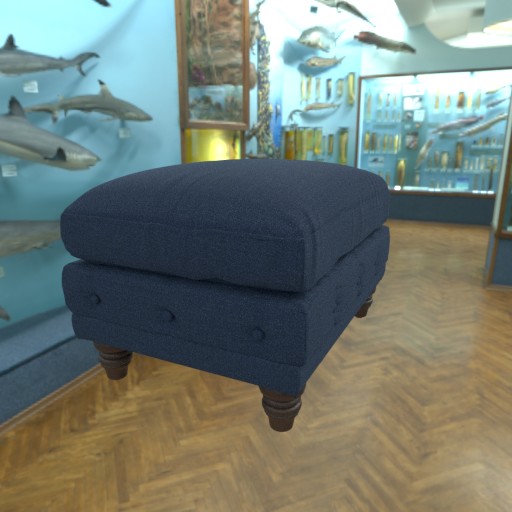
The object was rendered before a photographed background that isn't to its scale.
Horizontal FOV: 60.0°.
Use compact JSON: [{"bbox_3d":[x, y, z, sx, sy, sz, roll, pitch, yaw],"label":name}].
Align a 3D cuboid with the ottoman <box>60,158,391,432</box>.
[{"bbox_3d":[0.000,0.000,1.152,0.558,0.486,0.767,7,17,26],"label":"ottoman"}]
